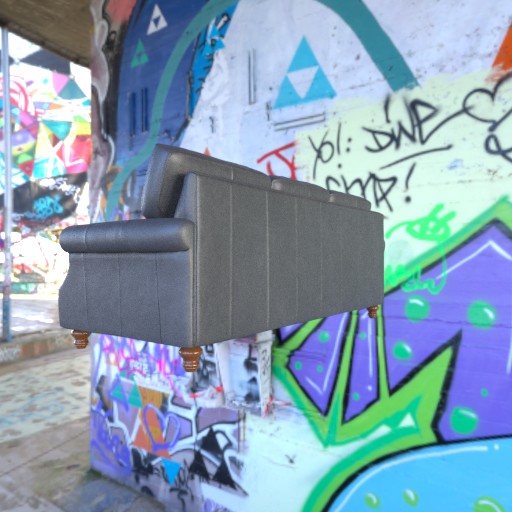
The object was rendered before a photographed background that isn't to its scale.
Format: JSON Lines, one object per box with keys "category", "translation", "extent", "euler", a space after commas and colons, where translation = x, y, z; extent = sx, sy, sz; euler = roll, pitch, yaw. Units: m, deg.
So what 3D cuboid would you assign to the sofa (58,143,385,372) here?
{"category": "sofa", "translation": [0.000, 0.000, 2.936], "extent": [0.974, 0.977, 2.387], "euler": [0, 0, 36]}
